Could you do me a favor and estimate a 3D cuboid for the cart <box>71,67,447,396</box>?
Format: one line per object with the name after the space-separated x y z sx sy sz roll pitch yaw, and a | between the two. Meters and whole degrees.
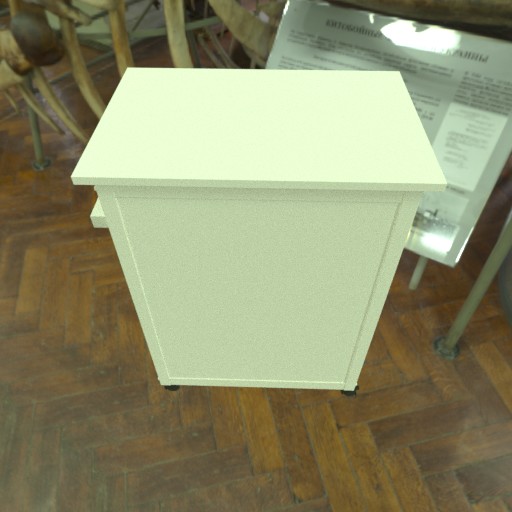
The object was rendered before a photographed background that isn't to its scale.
0.000 0.000 1.248 0.683 0.864 0.442 1 47 1 | cart
